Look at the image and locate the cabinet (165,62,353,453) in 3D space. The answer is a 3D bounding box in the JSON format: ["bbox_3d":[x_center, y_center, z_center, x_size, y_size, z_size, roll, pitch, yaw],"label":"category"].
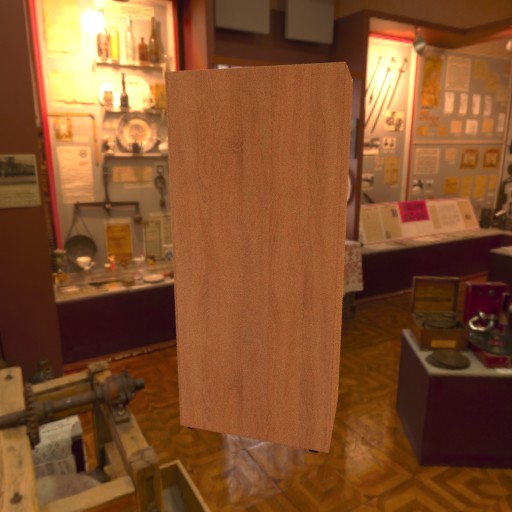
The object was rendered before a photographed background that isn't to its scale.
[{"bbox_3d":[0.000,0.000,2.834,1.094,2.120,1.327,-7,15,-28],"label":"cabinet"}]
